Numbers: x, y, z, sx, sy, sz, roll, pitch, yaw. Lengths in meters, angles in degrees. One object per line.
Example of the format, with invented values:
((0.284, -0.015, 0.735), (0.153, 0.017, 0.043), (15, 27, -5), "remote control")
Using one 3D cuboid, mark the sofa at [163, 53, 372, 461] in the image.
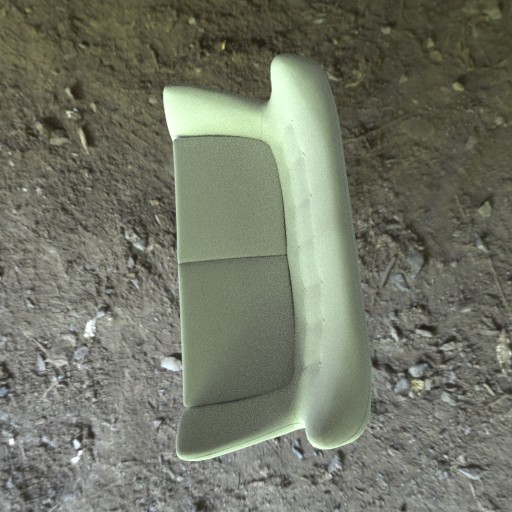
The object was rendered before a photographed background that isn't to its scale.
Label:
((0.000, 0.000, 2.379), (0.899, 0.890, 1.930), (-4, 77, -1), "sofa")
